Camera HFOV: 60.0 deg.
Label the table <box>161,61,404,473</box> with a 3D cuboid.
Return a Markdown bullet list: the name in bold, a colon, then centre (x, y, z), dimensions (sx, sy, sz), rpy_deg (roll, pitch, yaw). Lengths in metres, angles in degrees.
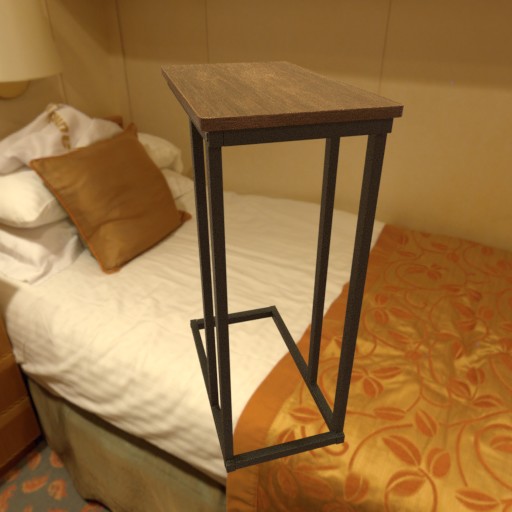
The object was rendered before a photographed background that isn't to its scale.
- **table**: centre (0.000, 0.000, 0.857), dimensions (0.254, 0.637, 0.450), rpy_deg (-8, 31, -14)
